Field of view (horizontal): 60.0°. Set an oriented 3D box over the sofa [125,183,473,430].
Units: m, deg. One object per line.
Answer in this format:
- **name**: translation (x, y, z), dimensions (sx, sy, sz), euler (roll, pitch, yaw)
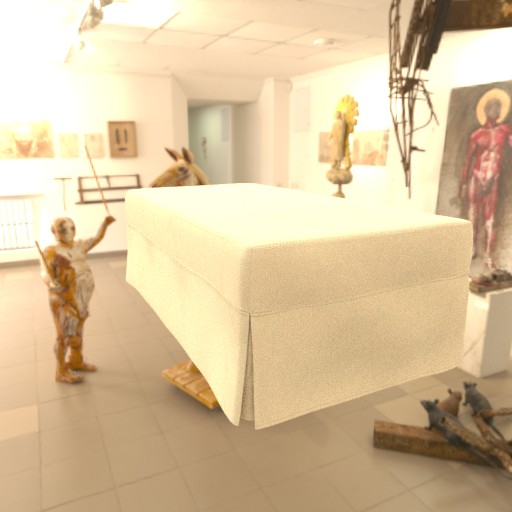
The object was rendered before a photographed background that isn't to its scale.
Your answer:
- **sofa**: translation (0.000, 0.000, 2.081), dimensions (0.939, 0.552, 1.677), euler (-7, 16, -26)
